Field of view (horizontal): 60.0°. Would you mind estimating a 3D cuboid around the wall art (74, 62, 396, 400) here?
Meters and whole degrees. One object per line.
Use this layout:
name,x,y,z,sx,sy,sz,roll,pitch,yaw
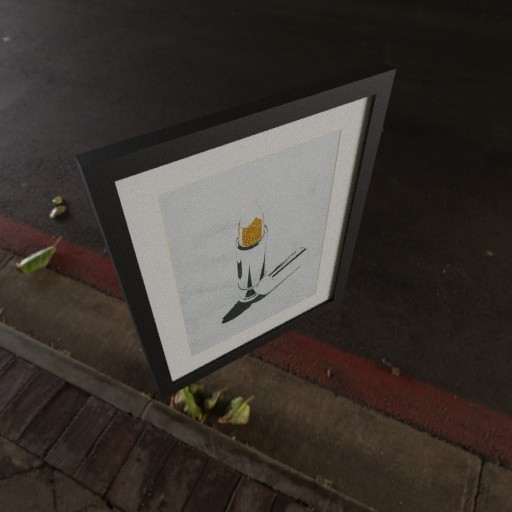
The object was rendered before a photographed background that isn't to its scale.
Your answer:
wall art,0.000,0.000,0.769,0.457,0.559,0.029,-24,52,-21
